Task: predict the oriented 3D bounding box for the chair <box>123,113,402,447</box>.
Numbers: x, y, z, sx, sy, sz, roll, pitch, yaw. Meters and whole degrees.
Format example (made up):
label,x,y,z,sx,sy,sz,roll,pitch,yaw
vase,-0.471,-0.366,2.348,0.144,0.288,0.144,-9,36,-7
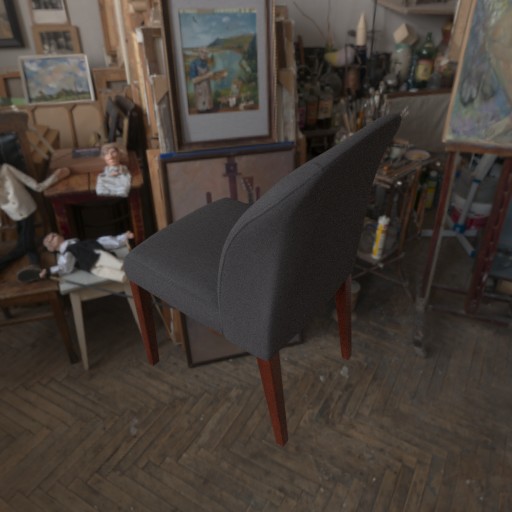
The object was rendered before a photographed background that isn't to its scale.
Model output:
label,x,y,z,sx,sy,sz,roll,pitch,yaw
chair,0.000,0.000,1.266,0.619,0.879,0.506,22,40,29
